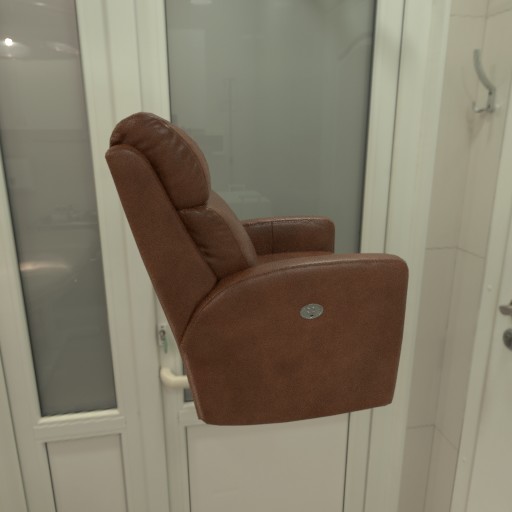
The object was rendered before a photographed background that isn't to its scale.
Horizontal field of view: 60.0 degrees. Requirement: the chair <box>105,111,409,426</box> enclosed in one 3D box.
[{"bbox_3d":[0.000,0.000,1.679,0.939,1.016,0.787,-3,16,-10],"label":"chair"}]
